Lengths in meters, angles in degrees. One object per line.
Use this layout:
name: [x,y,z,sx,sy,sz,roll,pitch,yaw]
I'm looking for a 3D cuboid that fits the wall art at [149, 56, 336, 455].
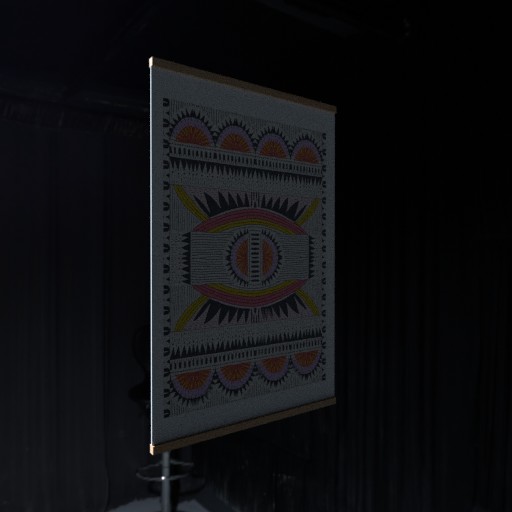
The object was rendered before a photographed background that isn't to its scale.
wall art: [0.000,0.000,2.007,0.999,1.533,0.028,0,1,-36]
